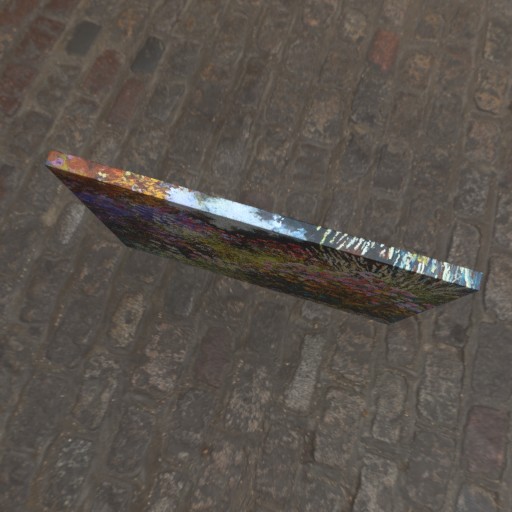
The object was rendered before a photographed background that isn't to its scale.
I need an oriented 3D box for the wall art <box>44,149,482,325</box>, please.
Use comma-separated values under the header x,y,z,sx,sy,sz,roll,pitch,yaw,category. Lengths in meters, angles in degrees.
x,y,z,sx,sy,sz,roll,pitch,yaw,category
0.000,0.000,1.182,0.908,0.604,0.037,16,76,4,wall art
